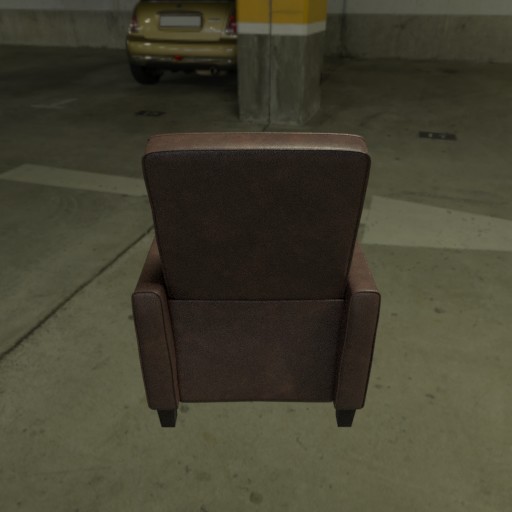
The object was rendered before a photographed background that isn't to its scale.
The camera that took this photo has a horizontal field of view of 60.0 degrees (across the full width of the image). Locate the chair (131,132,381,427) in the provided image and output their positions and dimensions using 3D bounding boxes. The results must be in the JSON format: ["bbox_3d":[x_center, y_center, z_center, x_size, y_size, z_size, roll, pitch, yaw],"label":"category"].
[{"bbox_3d":[0.000,0.000,1.530,0.705,1.013,0.746,0,30,0],"label":"chair"}]
